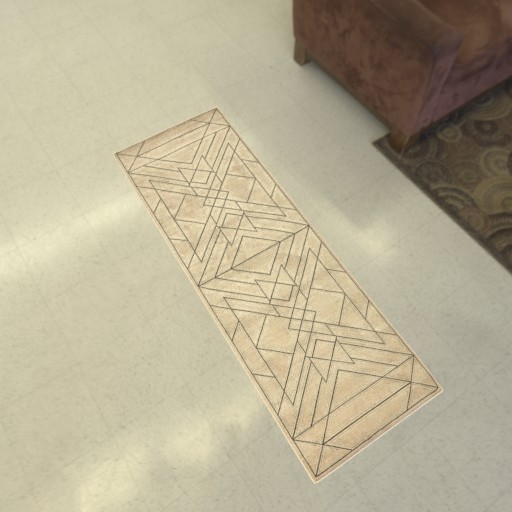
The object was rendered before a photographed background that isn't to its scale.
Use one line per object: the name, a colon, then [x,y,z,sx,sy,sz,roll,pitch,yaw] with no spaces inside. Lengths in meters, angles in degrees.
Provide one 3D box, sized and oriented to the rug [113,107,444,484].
rug: [0.000,0.000,2.672,0.831,0.036,2.381,-29,66,-14]
